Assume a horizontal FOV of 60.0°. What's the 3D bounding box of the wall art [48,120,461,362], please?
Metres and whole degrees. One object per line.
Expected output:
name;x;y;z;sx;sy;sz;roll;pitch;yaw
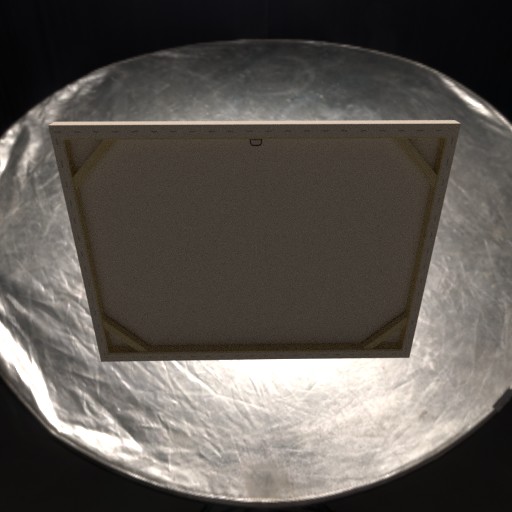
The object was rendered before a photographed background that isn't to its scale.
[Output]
wall art;0.000;0.000;1.292;1.016;0.762;0.038;-1;29;-1
